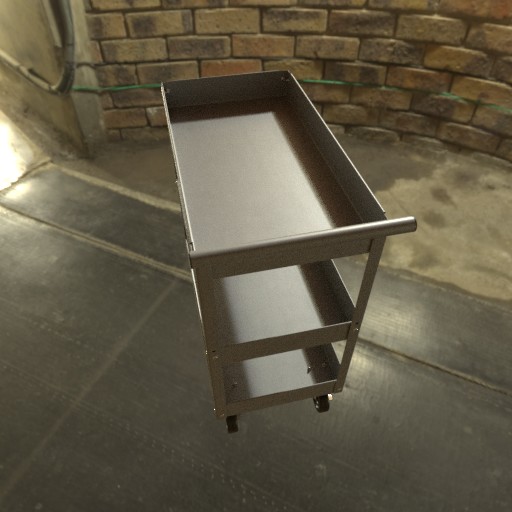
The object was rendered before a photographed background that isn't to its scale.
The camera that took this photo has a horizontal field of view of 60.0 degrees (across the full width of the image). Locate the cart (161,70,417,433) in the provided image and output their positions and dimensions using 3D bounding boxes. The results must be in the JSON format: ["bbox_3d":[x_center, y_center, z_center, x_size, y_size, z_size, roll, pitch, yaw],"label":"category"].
[{"bbox_3d":[0.000,0.000,1.199,0.366,0.780,0.719,-9,46,-9],"label":"cart"}]
